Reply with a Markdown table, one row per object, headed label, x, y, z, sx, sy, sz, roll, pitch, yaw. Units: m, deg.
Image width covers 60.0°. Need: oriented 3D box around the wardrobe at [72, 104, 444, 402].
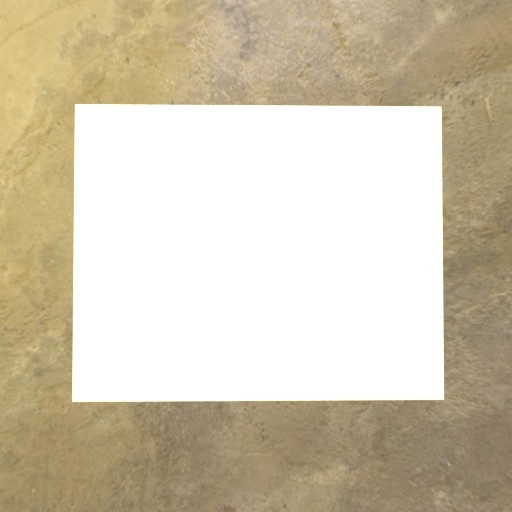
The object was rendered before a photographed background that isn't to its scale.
| label | x | y | z | sx | sy | sz | roll | pitch | yaw |
| --- | --- | --- | --- | --- | --- | --- | --- | --- | --- |
| wardrobe | 0.000 | 0.000 | 0.859 | 0.500 | 0.520 | 0.400 | 0 | 89 | -1 |
